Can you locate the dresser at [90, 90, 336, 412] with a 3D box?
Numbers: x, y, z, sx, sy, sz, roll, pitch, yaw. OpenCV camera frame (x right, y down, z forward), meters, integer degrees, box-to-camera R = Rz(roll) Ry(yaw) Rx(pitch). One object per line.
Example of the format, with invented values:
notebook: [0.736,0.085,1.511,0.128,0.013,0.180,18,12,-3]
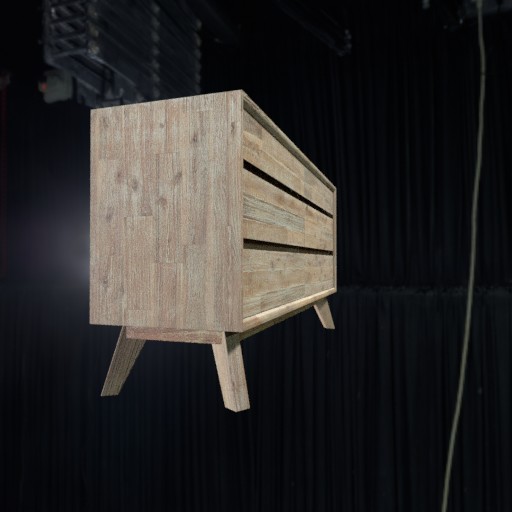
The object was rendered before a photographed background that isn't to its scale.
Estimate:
dresser: [0.000,0.000,1.903,0.455,0.805,1.554,0,-1,19]
